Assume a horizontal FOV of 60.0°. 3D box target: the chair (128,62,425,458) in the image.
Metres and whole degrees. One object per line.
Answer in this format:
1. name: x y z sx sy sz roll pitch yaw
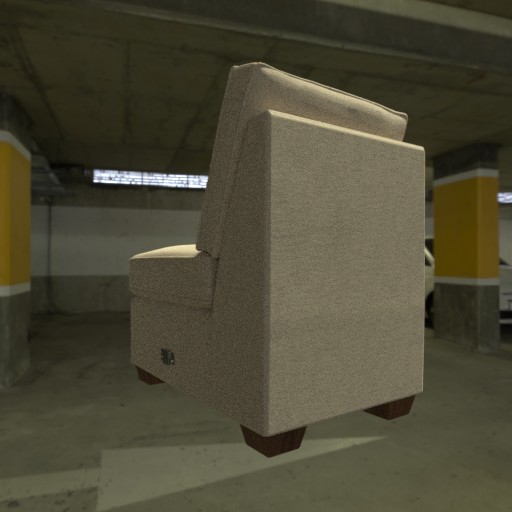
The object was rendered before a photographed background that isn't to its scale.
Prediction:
1. chair: 0.000 0.000 1.550 0.621 0.970 0.938 0 -1 -35
